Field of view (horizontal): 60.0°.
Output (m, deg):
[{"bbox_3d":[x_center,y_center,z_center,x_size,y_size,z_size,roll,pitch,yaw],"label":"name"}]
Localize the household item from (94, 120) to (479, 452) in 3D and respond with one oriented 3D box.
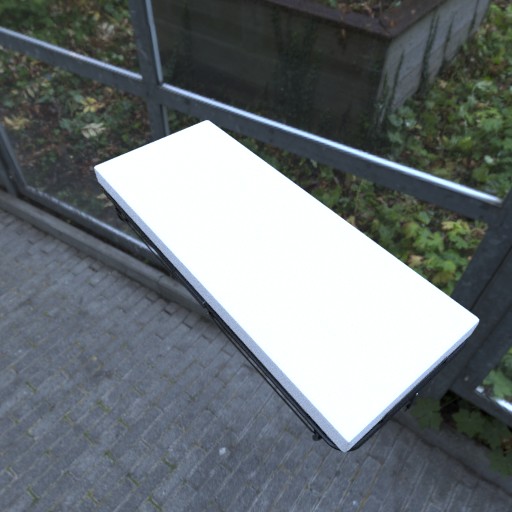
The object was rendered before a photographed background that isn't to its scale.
[{"bbox_3d":[0.000,0.000,2.173,0.787,0.356,1.905,-31,55,-25],"label":"household item"}]
